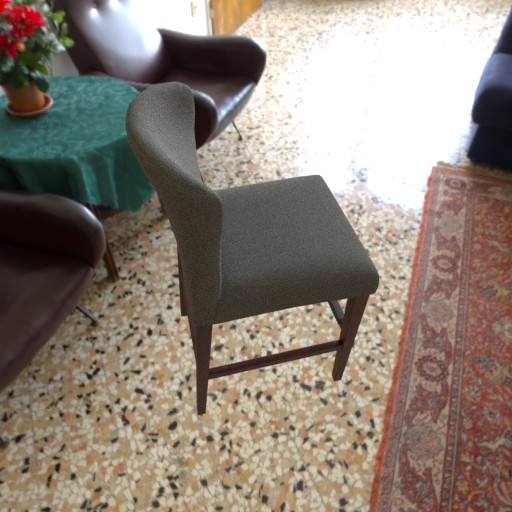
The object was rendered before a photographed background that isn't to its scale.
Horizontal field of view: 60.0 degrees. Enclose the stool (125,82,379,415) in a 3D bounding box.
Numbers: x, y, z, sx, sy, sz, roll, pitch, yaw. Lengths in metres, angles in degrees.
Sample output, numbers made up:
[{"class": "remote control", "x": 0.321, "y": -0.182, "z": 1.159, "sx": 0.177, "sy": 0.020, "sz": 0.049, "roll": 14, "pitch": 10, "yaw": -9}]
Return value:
[{"class": "stool", "x": 0.000, "y": 0.000, "z": 1.321, "sx": 0.568, "sy": 0.968, "sz": 0.479, "roll": -10, "pitch": 47, "yaw": -10}]
